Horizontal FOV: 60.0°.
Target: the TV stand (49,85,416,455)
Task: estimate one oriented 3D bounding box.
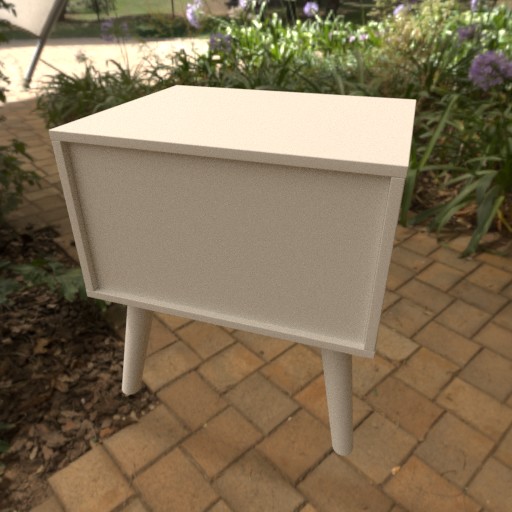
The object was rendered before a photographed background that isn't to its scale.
[{"bbox_3d":[0.000,0.000,0.888,0.508,0.559,0.405,10,32,16],"label":"TV stand"}]
